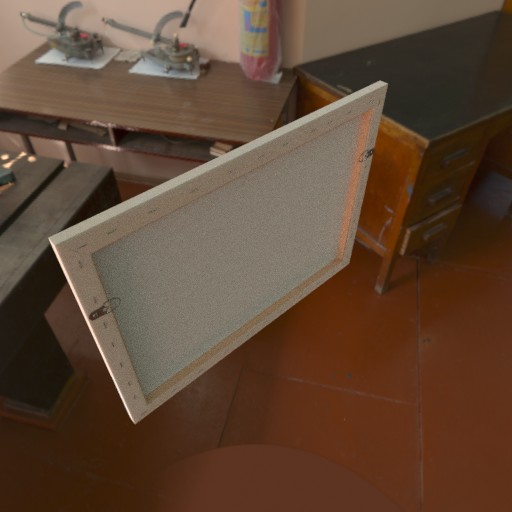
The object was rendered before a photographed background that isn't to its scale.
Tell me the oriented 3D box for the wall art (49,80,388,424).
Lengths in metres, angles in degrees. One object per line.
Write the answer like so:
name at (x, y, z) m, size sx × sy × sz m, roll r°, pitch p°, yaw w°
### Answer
wall art at (0.000, 0.000, 1.596) m, size 1.219 × 0.912 × 0.042 m, roll -33°, pitch 54°, yaw -28°
